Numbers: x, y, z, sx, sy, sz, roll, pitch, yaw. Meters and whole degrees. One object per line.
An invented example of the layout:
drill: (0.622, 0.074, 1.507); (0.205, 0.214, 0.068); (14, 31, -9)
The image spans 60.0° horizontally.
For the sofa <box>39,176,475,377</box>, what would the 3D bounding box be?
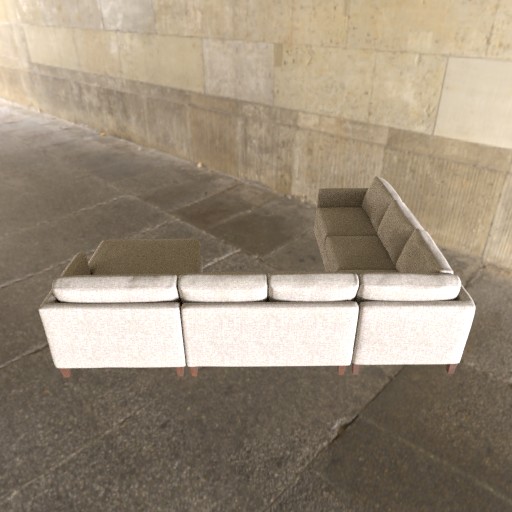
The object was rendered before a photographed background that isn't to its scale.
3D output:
sofa: (0.000, 0.000, 4.665); (3.460, 0.959, 2.593); (0, 30, -1)
